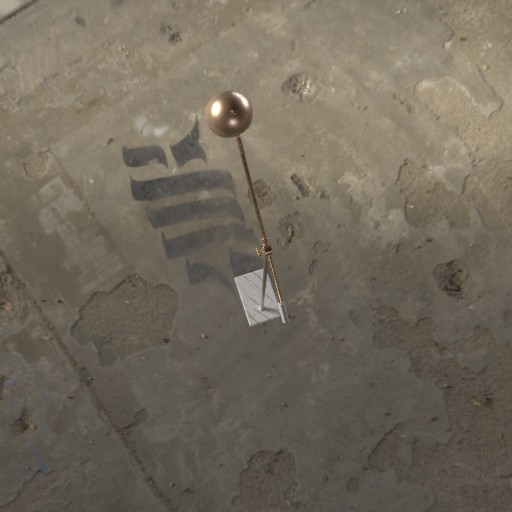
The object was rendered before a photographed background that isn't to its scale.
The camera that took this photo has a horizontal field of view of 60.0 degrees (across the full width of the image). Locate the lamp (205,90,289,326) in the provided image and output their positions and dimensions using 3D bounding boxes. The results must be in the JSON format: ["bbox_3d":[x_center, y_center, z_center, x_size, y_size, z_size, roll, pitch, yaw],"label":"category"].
[{"bbox_3d":[0.000,0.000,1.839,0.194,1.594,0.653,-18,76,-5],"label":"lamp"}]
